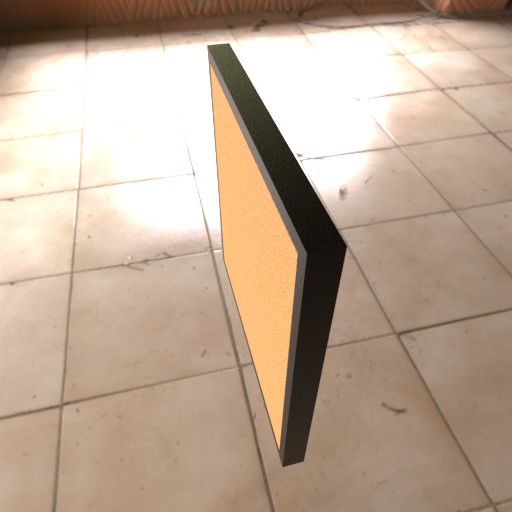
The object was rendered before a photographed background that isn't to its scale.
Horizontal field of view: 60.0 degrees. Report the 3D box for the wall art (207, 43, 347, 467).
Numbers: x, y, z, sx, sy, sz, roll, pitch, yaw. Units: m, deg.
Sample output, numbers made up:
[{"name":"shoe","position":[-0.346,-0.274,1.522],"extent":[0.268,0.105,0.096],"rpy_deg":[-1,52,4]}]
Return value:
[{"name":"wall art","position":[0.000,0.000,0.742],"extent":[0.038,0.506,0.506],"rpy_deg":[-10,46,-10]}]
